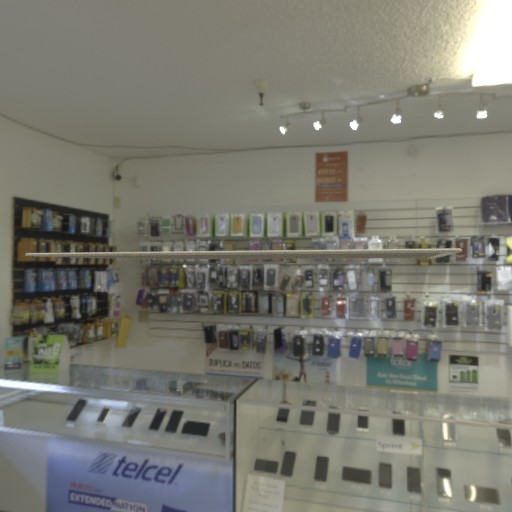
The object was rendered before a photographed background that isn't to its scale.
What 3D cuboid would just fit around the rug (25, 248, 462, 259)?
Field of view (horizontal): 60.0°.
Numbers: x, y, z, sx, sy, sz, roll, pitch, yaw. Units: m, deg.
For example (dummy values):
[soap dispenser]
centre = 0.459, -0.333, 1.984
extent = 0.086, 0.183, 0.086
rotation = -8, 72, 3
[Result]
[rug]
centre = 0.000, 0.000, 2.317
extent = 1.829, 0.013, 1.219
rotation = 0, -1, 18
